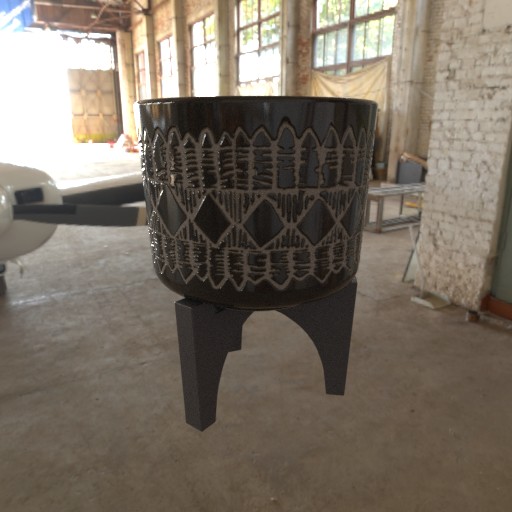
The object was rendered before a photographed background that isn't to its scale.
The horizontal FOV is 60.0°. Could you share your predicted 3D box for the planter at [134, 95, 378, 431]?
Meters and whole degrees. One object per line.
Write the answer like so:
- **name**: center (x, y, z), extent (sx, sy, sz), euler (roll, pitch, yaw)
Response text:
- **planter**: center (0.000, 0.000, 0.404), extent (0.196, 0.264, 0.196), euler (2, 17, 8)
